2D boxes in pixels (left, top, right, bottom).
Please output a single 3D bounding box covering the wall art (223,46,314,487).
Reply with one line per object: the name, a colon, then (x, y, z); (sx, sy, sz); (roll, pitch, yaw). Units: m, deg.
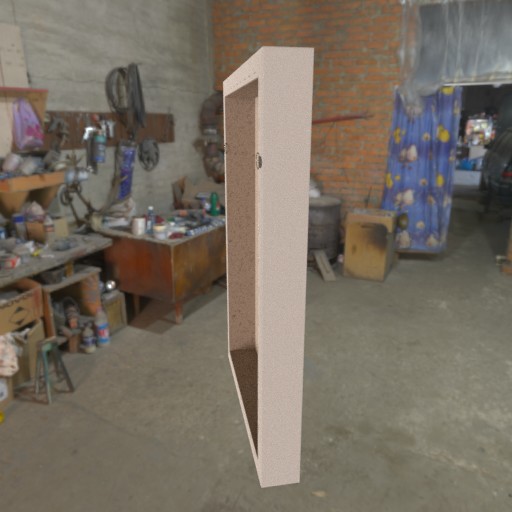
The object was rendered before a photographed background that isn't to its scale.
wall art: (0.000, 0.000, 0.487); (0.039, 0.381, 0.252); (-3, 16, -10)
